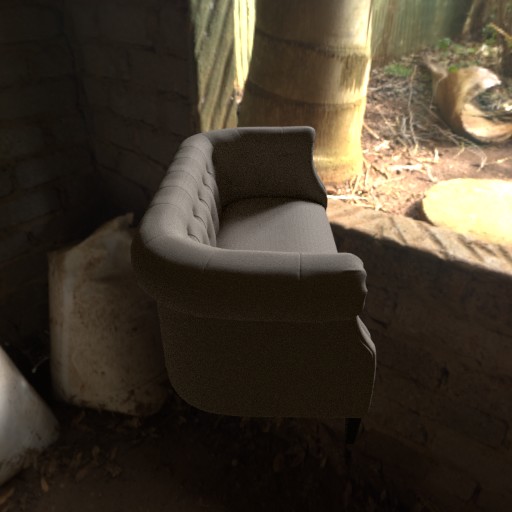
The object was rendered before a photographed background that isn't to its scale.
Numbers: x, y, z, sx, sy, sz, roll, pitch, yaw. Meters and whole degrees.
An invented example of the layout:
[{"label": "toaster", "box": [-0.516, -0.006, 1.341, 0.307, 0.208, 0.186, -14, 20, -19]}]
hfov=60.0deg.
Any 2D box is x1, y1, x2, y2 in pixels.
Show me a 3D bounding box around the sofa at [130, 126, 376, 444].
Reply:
[{"label": "sofa", "box": [0.000, 0.000, 2.054, 0.835, 0.827, 1.558, 0, 32, 1]}]
